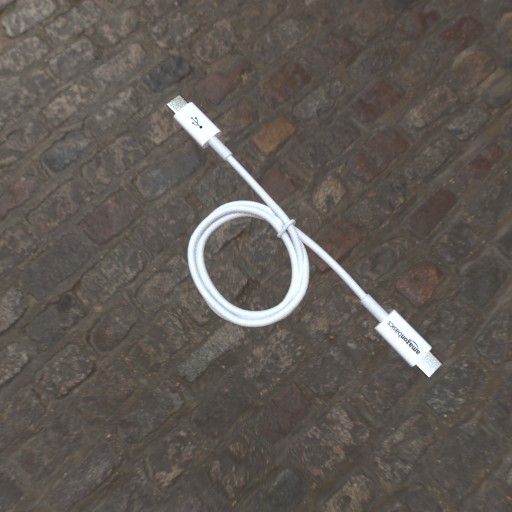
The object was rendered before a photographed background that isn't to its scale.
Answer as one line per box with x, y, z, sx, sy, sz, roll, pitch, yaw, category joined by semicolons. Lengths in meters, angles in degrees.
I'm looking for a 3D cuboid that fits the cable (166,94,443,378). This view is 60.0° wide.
0.000;0.000;0.229;0.070;0.014;0.203;-41;79;-10;cable
